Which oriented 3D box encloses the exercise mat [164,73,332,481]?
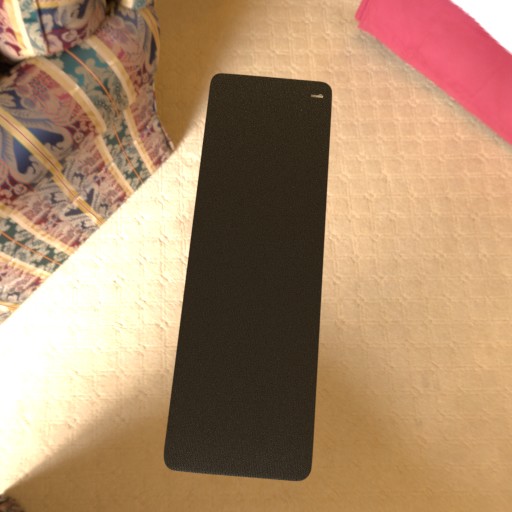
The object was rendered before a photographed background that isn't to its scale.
[{"bbox_3d":[0.000,0.000,2.032,0.616,0.021,1.869,5,77,1],"label":"exercise mat"}]
